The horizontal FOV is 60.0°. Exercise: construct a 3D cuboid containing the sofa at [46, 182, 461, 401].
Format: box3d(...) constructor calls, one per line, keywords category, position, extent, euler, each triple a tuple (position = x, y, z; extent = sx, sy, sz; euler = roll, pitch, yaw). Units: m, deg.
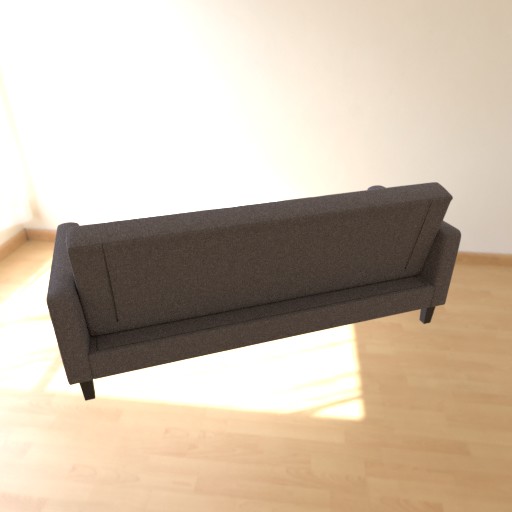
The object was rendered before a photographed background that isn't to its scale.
box3d(category="sofa", position=(0.000, 0.000, 2.444), extent=(2.040, 0.850, 0.810), euler=(-9, 30, -16))
